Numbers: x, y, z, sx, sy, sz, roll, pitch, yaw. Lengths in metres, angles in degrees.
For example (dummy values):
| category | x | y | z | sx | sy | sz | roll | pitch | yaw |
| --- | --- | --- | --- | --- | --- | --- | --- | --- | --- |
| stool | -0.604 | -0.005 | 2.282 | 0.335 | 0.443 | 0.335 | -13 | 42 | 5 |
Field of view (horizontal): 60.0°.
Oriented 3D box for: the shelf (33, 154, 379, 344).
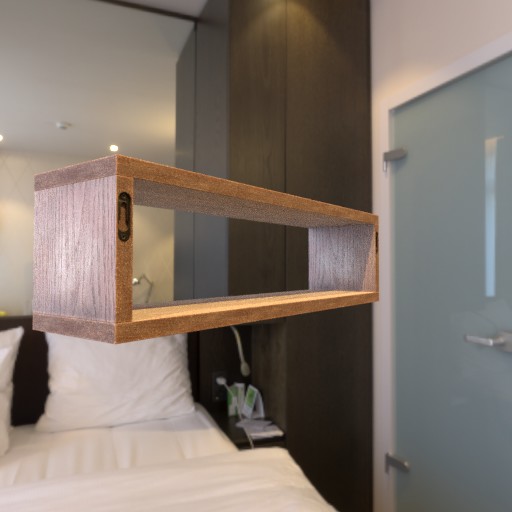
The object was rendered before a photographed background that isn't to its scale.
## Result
| category | x | y | z | sx | sy | sz | roll | pitch | yaw |
| --- | --- | --- | --- | --- | --- | --- | --- | --- | --- |
| shelf | 0.000 | 0.000 | 0.684 | 0.150 | 0.170 | 0.610 | -1 | -2 | 37 |
